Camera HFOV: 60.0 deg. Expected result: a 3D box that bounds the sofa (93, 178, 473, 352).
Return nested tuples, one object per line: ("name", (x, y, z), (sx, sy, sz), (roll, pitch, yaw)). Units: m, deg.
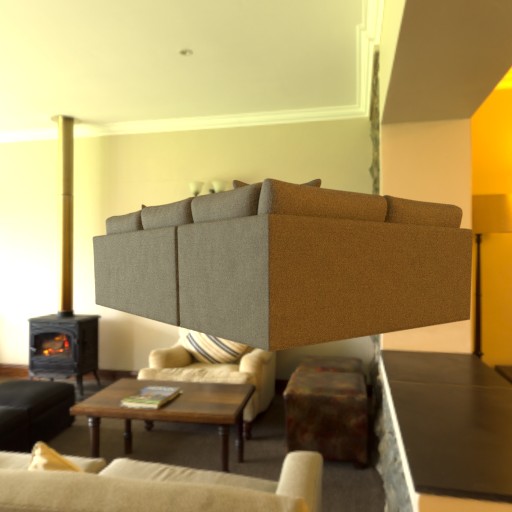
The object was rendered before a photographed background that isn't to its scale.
("sofa", (0.000, 0.000, 3.928), (1.994, 0.978, 2.896), (0, 0, -37))
